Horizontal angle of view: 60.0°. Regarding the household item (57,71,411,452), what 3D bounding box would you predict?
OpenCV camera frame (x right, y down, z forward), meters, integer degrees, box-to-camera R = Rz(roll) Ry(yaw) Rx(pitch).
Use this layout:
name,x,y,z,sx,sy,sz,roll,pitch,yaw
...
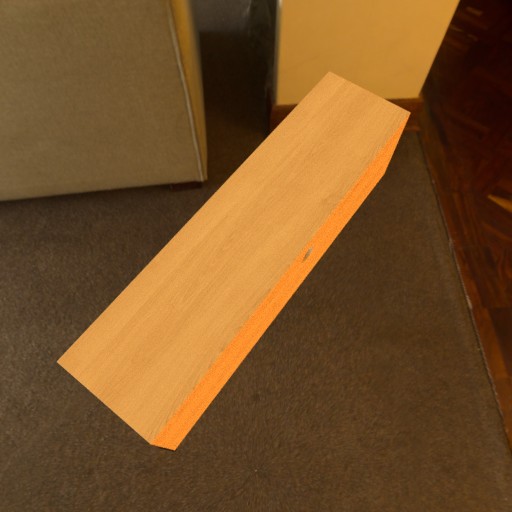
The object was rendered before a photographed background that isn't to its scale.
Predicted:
name,x,y,z,sx,sy,sz,roll,pitch,yaw
household item,0.000,0.000,1.809,0.400,0.600,1.550,34,69,15
